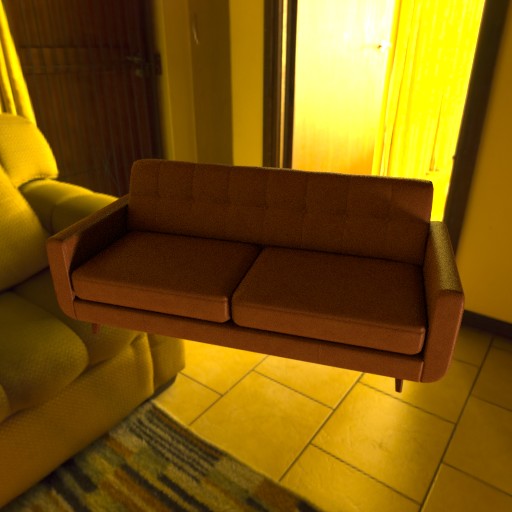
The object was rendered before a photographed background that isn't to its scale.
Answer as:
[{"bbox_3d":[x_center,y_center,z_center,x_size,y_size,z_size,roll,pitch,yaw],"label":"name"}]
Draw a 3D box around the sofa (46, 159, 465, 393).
[{"bbox_3d":[0.000,0.000,2.620,2.137,0.892,0.980,7,26,15],"label":"sofa"}]
